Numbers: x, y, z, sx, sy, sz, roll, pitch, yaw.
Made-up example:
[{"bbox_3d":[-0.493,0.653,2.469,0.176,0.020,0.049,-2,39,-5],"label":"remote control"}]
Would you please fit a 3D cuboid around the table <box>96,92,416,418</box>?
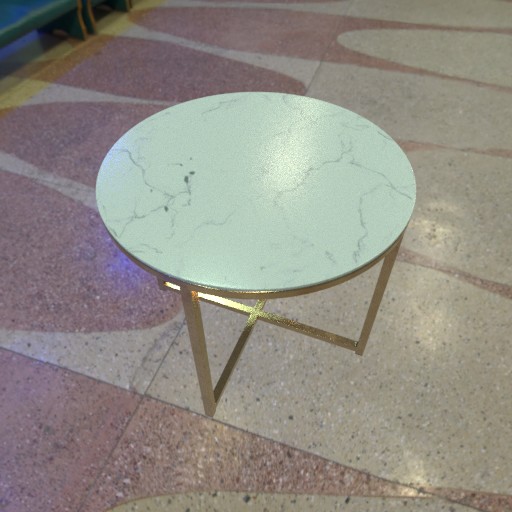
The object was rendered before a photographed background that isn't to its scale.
[{"bbox_3d":[0.000,0.000,0.864,0.500,0.420,0.500,0,47,0],"label":"table"}]
